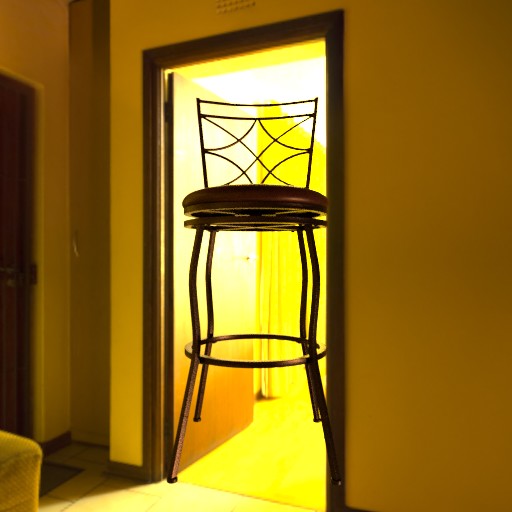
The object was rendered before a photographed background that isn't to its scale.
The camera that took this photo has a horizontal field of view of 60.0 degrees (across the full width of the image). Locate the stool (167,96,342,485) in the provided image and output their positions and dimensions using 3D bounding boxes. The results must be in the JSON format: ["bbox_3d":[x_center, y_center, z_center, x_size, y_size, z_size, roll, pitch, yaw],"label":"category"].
[{"bbox_3d":[0.000,0.000,1.348,0.434,1.117,0.534,0,0,1],"label":"stool"}]
